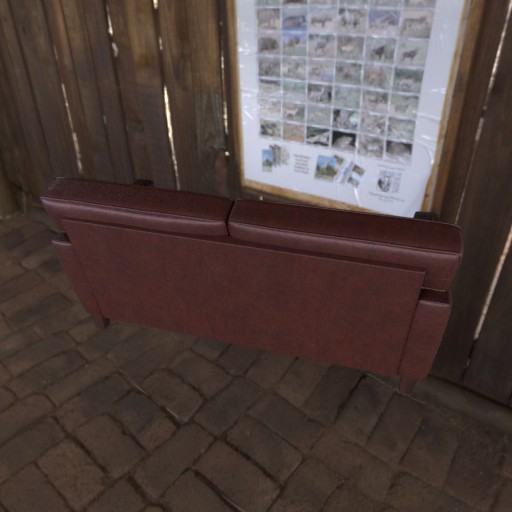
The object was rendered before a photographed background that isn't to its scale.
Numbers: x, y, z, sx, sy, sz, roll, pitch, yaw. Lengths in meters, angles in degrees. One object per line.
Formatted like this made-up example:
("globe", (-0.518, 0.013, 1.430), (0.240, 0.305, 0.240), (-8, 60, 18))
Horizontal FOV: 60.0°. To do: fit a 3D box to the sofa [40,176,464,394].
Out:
("sofa", (0.000, 0.000, 2.344), (1.876, 0.928, 0.912), (9, 32, 14))
